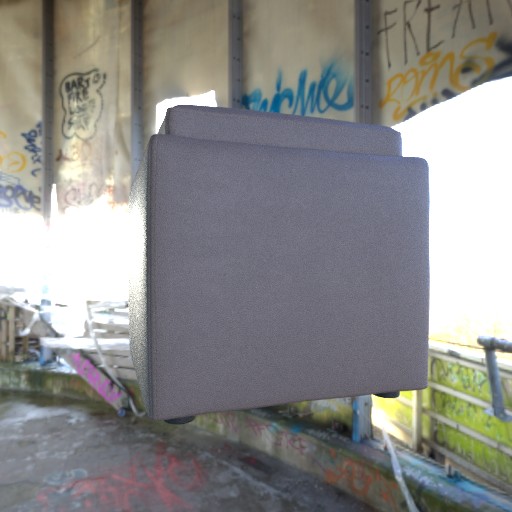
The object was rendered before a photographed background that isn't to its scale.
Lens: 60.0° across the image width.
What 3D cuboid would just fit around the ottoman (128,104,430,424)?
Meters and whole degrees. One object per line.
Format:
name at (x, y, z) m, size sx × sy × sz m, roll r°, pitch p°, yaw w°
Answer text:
ottoman at (0.000, 0.000, 0.839) m, size 0.451 × 0.460 × 0.450 m, roll 0°, pitch 0°, yaw -19°
